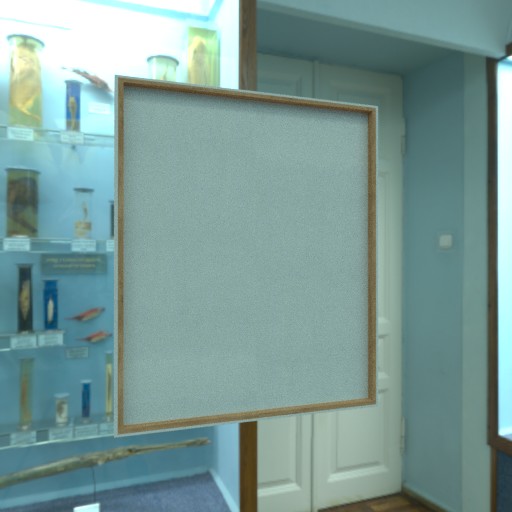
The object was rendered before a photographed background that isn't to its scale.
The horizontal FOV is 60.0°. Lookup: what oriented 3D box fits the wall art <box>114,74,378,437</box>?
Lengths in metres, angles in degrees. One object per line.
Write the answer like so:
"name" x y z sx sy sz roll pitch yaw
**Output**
"wall art" 0.000 0.000 0.833 0.508 0.606 0.037 0 0 -18
